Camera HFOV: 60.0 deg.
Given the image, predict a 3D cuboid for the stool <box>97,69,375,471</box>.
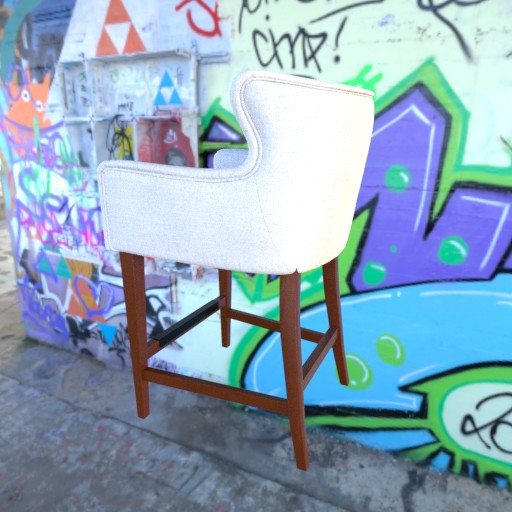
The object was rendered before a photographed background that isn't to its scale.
[{"bbox_3d":[0.000,0.000,1.346,0.637,0.987,0.615,8,19,26],"label":"stool"}]
